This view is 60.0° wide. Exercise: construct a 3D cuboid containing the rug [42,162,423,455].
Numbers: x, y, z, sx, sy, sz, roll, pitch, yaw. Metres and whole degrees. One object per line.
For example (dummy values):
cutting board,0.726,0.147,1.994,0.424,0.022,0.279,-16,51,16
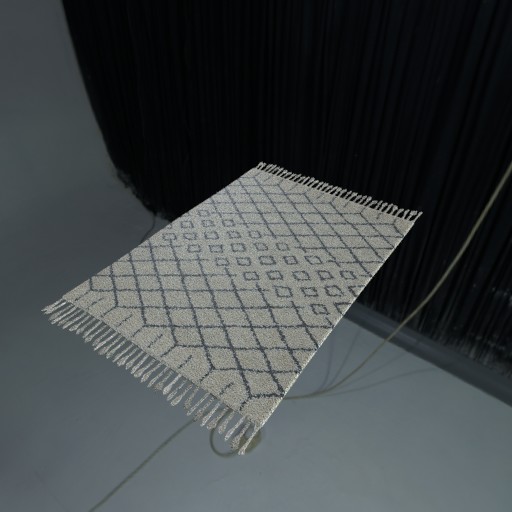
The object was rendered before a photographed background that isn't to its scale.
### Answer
rug,0.000,0.000,3.330,1.664,0.029,2.615,24,45,27
